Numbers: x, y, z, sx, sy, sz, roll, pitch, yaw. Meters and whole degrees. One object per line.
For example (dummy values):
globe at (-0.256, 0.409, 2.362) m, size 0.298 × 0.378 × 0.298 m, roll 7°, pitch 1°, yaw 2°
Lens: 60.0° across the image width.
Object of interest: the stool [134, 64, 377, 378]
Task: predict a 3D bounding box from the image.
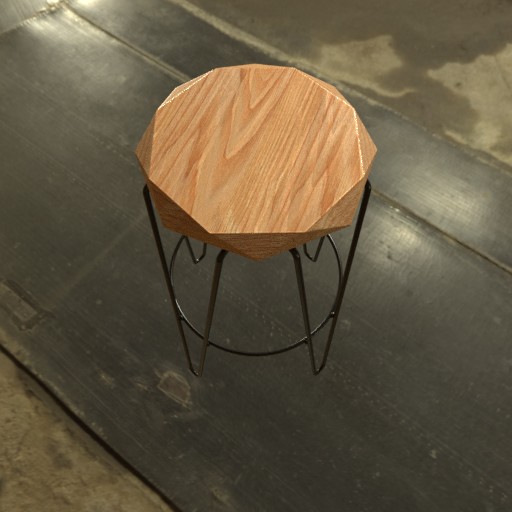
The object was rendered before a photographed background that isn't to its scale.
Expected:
stool at (0.000, 0.000, 0.778) m, size 0.326 × 0.610 × 0.326 m, roll -1°, pitch 64°, yaw 0°
